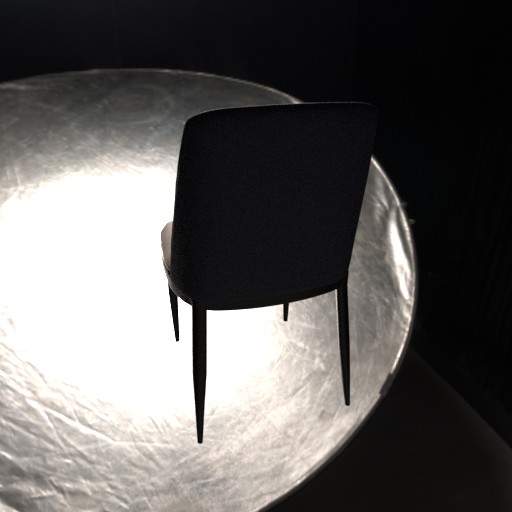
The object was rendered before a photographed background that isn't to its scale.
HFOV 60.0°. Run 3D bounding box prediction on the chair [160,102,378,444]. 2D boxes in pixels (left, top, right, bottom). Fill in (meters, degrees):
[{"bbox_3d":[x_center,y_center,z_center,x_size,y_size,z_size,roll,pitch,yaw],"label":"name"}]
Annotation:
[{"bbox_3d":[0.000,0.000,1.188,0.480,0.839,0.551,-8,27,-16],"label":"chair"}]
